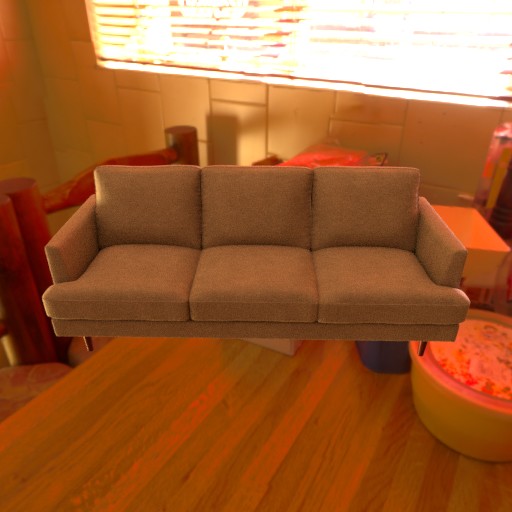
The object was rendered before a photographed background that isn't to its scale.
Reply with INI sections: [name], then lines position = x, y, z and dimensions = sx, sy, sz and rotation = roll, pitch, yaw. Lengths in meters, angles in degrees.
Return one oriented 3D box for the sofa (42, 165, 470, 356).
[sofa]
position = 0.000, 0.000, 2.662
dimensions = 2.246, 0.930, 0.903
rotation = 1, 30, 1
